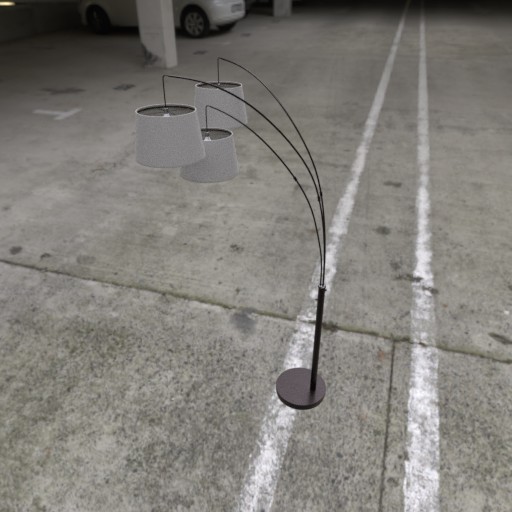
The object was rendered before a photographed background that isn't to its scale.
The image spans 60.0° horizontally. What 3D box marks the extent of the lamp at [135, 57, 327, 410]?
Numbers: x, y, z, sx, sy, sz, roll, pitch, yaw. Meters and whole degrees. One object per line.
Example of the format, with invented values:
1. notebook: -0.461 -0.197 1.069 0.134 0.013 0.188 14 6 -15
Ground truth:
1. lamp: 0.000 0.000 2.472 0.924 1.950 0.951 9 31 15
